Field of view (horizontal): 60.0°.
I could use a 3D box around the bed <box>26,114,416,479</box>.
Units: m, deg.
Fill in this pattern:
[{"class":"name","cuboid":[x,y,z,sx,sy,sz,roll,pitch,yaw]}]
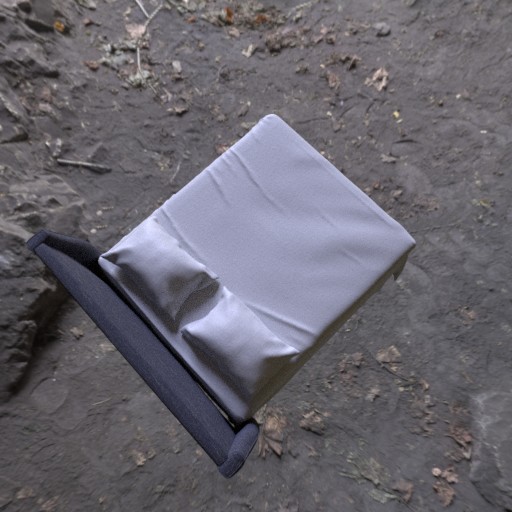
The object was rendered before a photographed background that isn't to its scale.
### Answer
[{"class":"bed","cuboid":[0.000,0.000,3.450,2.276,1.332,1.925,-43,78,-11]}]
